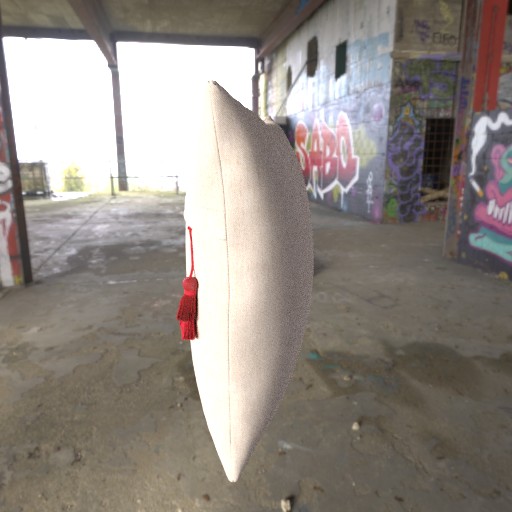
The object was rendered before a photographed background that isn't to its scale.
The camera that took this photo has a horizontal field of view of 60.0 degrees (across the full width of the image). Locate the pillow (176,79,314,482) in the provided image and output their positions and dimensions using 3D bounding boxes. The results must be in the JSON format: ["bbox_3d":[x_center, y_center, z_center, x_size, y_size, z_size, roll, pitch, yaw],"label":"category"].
[{"bbox_3d":[0.000,0.000,0.667,0.173,0.436,0.433,2,13,9],"label":"pillow"}]
